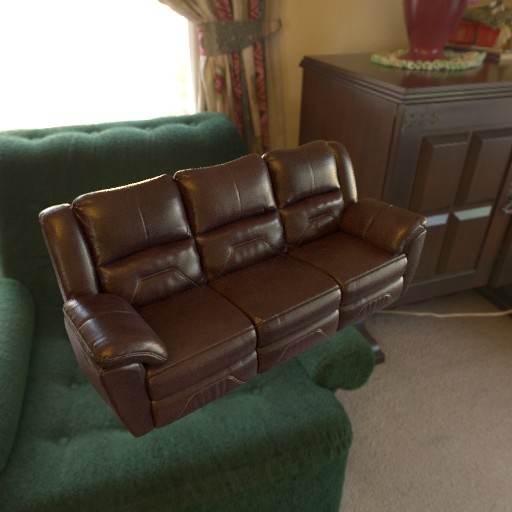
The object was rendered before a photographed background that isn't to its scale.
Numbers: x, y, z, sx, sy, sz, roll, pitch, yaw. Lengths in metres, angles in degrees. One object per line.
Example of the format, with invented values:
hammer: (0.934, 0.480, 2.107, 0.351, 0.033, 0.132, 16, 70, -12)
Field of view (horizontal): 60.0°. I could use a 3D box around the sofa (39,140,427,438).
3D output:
sofa: (0.000, 0.000, 2.830, 2.337, 1.043, 0.991, -21, 36, -30)
